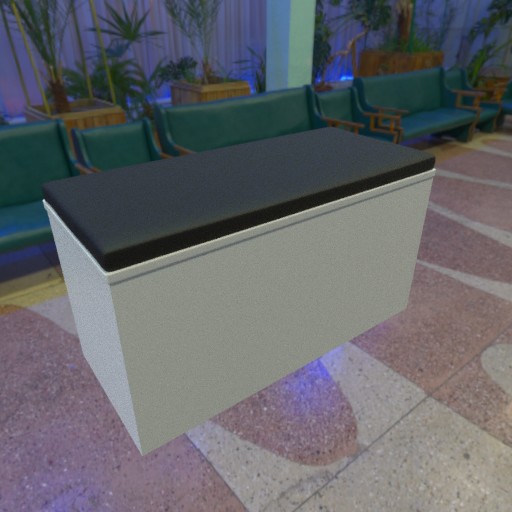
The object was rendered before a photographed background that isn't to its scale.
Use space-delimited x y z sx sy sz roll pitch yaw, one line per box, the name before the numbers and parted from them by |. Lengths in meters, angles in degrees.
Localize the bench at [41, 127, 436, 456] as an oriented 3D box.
bench | 0.000 0.000 1.188 0.899 0.500 0.401 -20 35 -31
